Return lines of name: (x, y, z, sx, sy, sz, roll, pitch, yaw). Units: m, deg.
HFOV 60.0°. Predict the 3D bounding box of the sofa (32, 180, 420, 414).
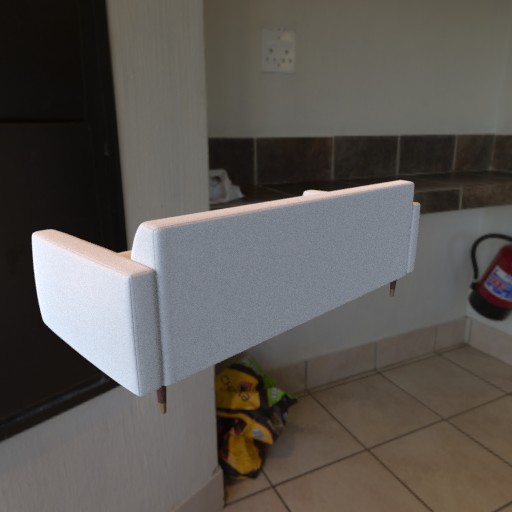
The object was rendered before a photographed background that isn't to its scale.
sofa: (0.000, 0.000, 2.682, 2.291, 0.821, 0.990, -15, 22, -43)
